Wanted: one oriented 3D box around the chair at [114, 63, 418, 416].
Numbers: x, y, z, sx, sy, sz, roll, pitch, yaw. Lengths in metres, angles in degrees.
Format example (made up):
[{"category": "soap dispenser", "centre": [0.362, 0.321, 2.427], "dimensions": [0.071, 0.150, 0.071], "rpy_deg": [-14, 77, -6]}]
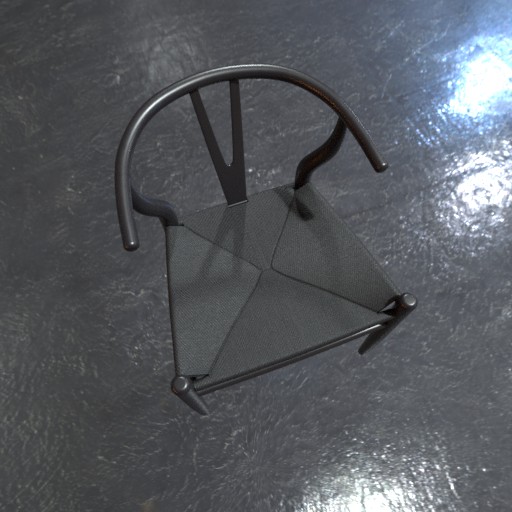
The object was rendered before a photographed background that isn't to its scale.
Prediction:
[{"category": "chair", "centre": [0.000, 0.000, 1.151], "dimensions": [0.569, 0.730, 0.579], "rpy_deg": [-18, 66, -8]}]
